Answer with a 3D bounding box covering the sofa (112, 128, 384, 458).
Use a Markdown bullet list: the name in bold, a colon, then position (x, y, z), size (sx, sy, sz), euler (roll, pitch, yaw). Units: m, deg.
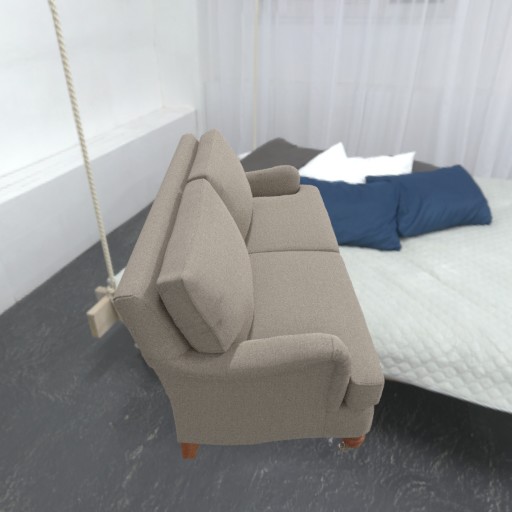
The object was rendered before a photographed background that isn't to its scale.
- **sofa**: position (0.000, 0.000, 2.726), size (1.087, 1.054, 2.160), euler (-1, 31, -1)
